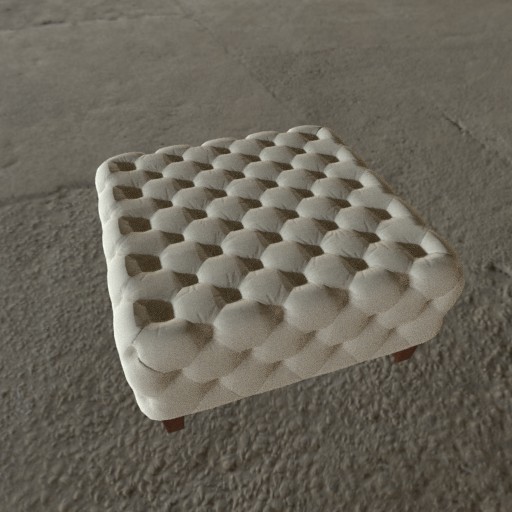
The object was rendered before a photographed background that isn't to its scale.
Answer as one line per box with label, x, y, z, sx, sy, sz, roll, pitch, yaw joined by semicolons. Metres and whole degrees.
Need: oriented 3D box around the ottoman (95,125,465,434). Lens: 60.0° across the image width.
ottoman;0.000;0.000;1.221;0.755;0.376;0.753;-13;43;-14
